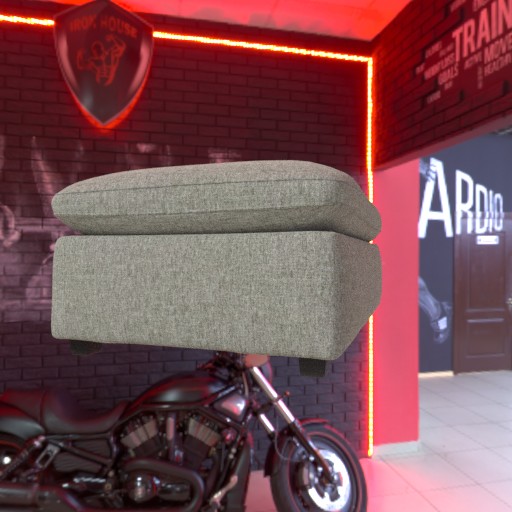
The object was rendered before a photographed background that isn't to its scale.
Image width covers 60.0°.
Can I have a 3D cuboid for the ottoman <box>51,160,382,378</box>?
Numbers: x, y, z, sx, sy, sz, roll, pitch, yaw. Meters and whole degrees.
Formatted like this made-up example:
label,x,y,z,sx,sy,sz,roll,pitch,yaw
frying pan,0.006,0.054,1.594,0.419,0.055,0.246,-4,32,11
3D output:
label,x,y,z,sx,sy,sz,roll,pitch,yaw
ottoman,0.000,0.000,1.327,0.694,0.451,0.977,0,0,20
